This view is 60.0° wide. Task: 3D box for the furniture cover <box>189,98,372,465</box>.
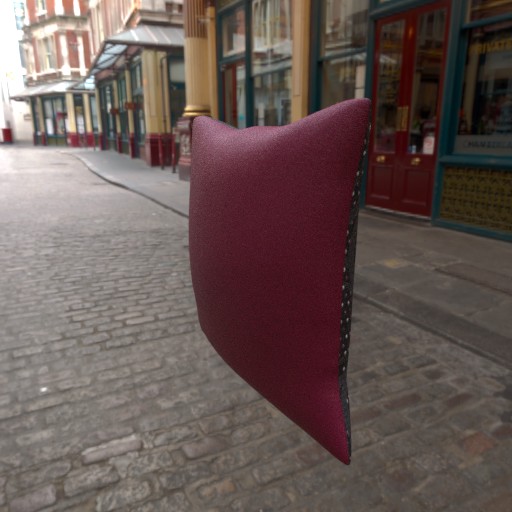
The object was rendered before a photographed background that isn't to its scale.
[{"bbox_3d":[0.000,0.000,0.810,0.193,0.509,0.552,-8,17,-28],"label":"furniture cover"}]
